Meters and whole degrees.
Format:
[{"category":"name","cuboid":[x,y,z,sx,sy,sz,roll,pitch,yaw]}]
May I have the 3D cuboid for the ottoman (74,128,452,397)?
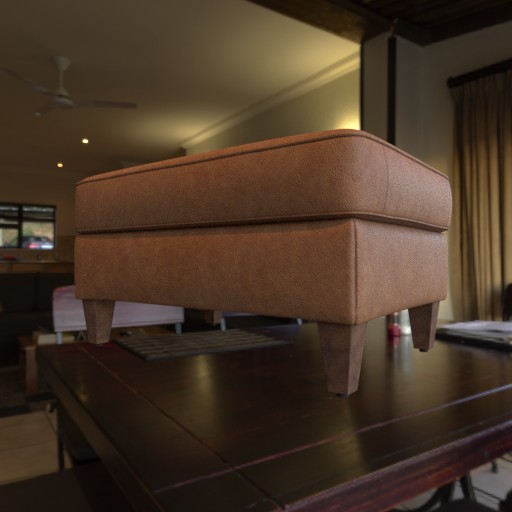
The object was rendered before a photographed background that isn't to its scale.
[{"category":"ottoman","cuboid":[0.000,0.000,1.159,0.864,0.483,0.584,0,0,37]}]
